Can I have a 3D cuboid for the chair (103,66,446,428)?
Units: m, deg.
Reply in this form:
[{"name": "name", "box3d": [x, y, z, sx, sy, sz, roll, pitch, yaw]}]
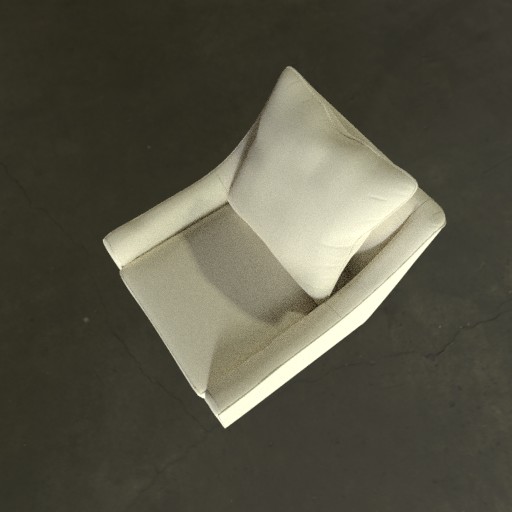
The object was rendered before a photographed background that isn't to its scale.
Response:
[{"name": "chair", "box3d": [0.000, 0.000, 1.605, 0.876, 0.965, 0.756, -33, 69, -15]}]
